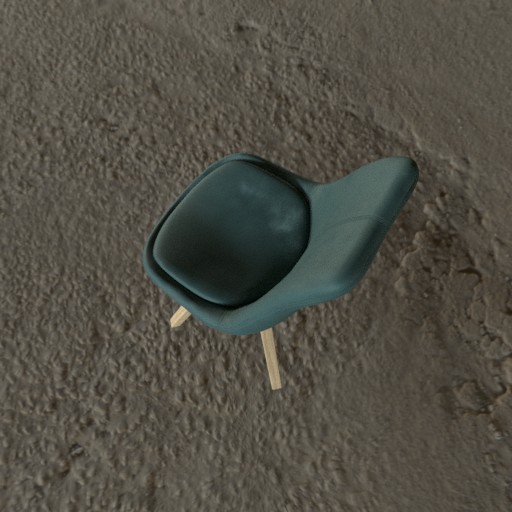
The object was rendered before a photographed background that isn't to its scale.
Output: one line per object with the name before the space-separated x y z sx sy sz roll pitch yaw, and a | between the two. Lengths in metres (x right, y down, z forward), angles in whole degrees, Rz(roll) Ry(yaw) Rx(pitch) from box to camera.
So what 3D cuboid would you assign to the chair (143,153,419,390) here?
chair | 0.000 0.000 1.192 0.547 0.865 0.483 30 68 13
